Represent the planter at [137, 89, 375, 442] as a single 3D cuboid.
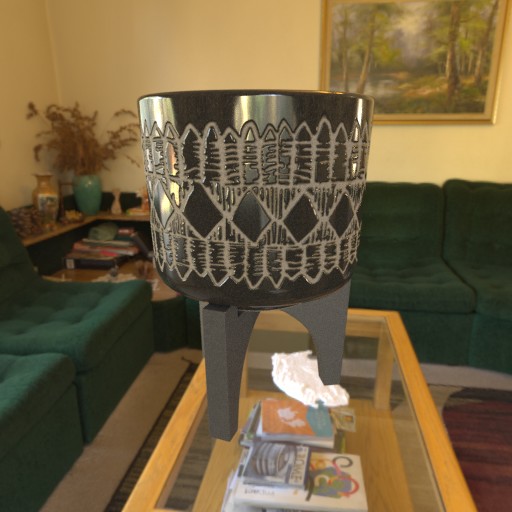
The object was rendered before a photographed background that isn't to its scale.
[{"bbox_3d":[0.000,0.000,0.529,0.251,0.355,0.251,-2,16,-9],"label":"planter"}]
